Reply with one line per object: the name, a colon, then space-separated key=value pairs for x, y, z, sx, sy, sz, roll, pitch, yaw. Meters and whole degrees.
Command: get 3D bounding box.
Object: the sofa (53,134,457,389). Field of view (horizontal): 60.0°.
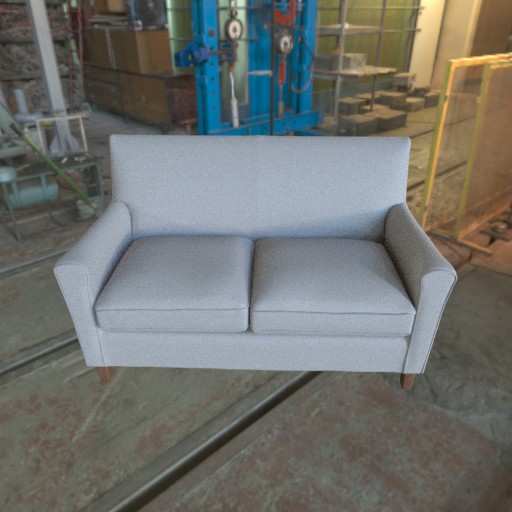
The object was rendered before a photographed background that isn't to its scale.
sofa: x=0.000 y=0.000 z=2.030 sx=1.482 sy=0.890 sz=0.888 roll=1 pitch=29 yaw=2
